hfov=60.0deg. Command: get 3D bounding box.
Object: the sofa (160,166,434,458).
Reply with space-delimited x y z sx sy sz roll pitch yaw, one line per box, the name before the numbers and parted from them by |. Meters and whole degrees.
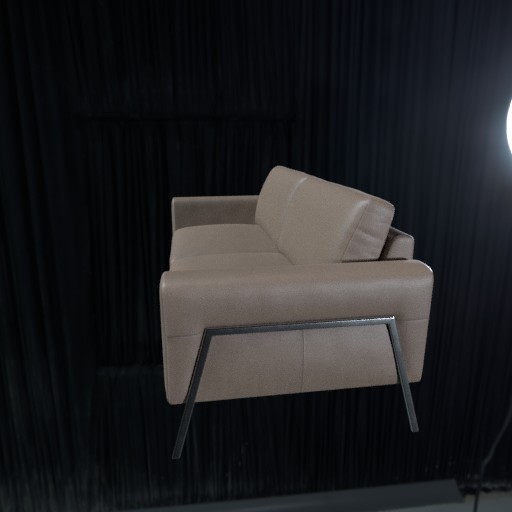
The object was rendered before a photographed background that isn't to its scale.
sofa | 0.000 0.000 2.457 0.953 0.875 2.017 -2 16 -9
